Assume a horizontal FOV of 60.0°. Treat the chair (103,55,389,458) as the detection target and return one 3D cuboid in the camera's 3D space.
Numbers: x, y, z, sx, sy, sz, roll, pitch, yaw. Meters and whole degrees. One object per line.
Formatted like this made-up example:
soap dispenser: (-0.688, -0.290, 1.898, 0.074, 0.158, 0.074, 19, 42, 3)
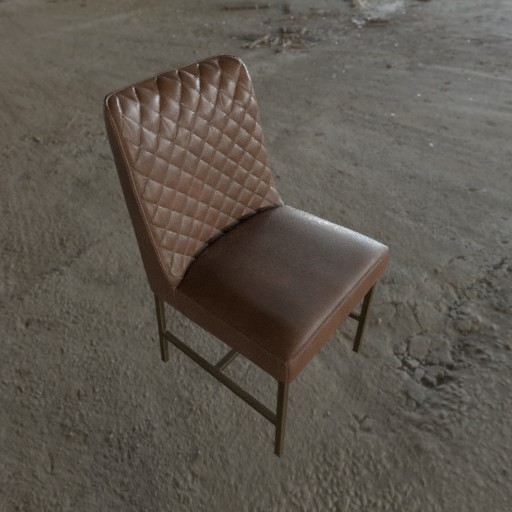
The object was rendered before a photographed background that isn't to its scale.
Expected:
chair: (0.000, 0.000, 1.232, 0.587, 0.889, 0.508, 27, 47, 28)
